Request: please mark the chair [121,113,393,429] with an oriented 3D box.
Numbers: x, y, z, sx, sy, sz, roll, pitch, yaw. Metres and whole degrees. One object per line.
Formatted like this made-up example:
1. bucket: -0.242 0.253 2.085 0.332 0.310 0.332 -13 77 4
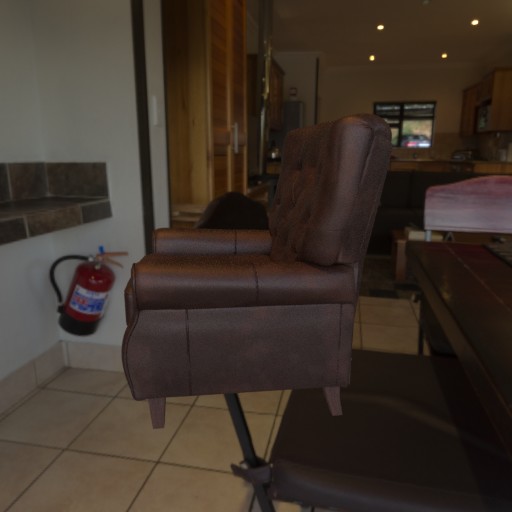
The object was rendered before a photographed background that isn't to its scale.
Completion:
1. chair: 0.000 0.000 1.915 1.058 1.158 0.948 -2 13 -7
